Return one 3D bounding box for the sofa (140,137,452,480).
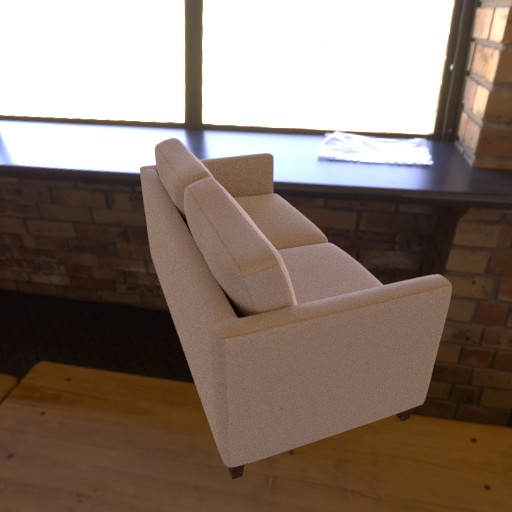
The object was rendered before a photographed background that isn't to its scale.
[{"bbox_3d":[0.000,0.000,2.201,0.873,0.888,1.722,-10,31,-18],"label":"sofa"}]
